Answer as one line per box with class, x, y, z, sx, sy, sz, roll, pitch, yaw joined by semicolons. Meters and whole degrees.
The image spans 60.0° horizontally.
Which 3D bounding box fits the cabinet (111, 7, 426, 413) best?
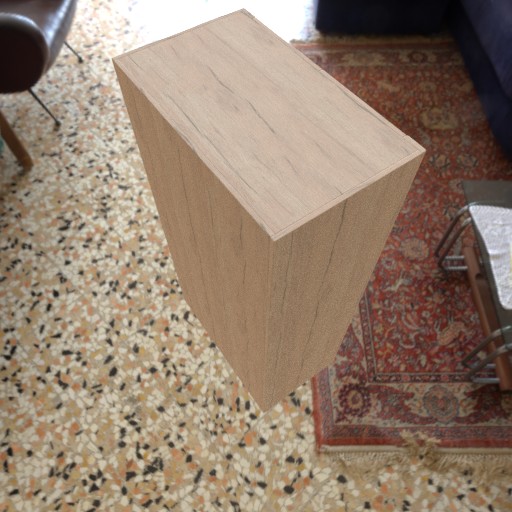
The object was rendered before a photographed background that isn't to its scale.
cabinet;0.000;0.000;2.284;0.580;1.930;0.980;-31;63;-18
